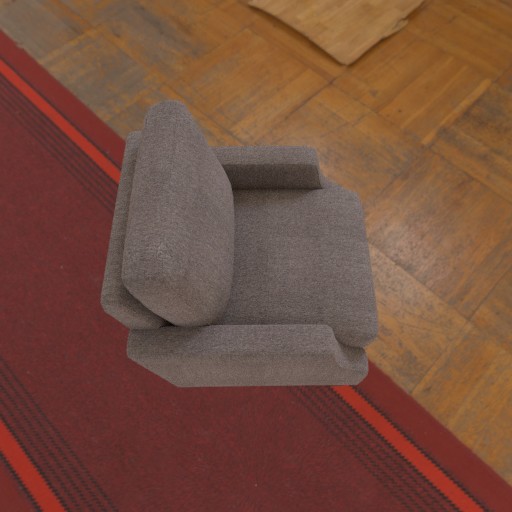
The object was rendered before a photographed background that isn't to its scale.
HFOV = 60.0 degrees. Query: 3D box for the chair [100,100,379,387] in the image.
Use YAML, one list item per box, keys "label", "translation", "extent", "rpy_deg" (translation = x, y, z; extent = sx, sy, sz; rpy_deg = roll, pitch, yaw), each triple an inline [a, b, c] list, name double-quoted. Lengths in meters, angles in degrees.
- label: "chair"
  translation: [0.000, 0.000, 1.693]
  extent: [0.897, 0.993, 0.855]
  rpy_deg: [0, 63, 0]
